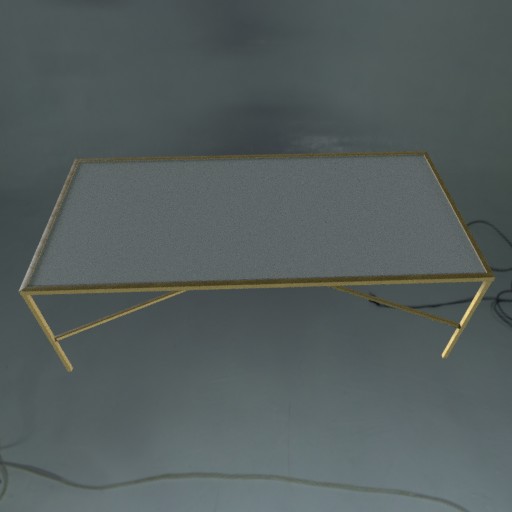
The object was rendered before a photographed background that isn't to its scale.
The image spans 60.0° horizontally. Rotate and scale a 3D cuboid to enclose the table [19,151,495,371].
[{"bbox_3d":[0.000,0.000,1.465,1.206,0.398,0.580,-2,46,-2],"label":"table"}]
